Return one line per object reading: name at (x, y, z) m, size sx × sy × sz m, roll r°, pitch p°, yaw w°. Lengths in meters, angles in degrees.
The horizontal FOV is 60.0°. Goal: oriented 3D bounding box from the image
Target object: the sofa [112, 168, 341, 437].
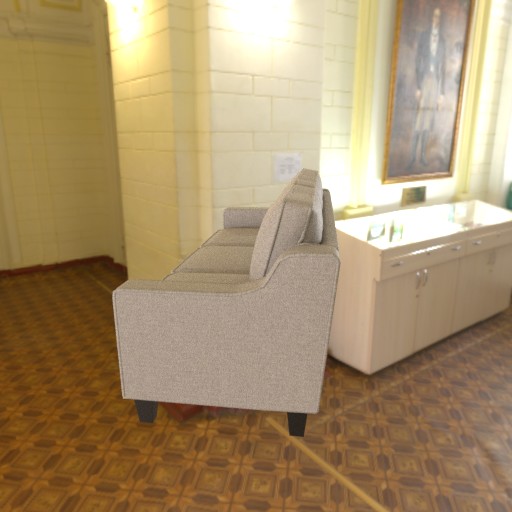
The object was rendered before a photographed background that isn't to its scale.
sofa at (0.000, 0.000, 2.688) m, size 0.899 × 0.950 × 2.129 m, roll 2°, pitch 15°, yaw 8°
